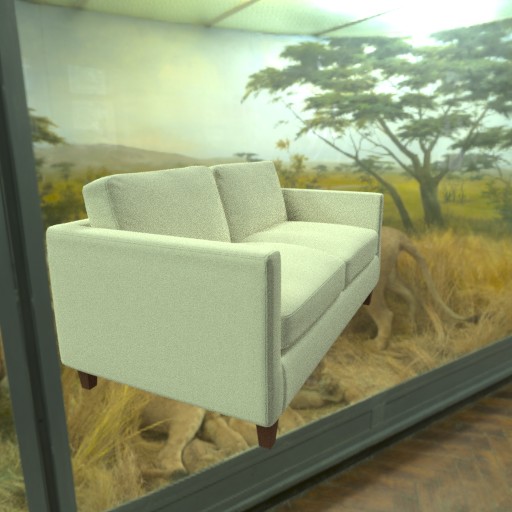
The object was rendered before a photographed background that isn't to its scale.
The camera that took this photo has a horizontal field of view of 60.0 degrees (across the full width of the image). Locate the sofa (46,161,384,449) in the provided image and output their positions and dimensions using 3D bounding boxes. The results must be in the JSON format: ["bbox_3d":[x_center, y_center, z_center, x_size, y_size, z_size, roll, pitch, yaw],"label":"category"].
[{"bbox_3d":[0.000,0.000,2.227,0.964,0.888,1.702,7,16,26],"label":"sofa"}]
